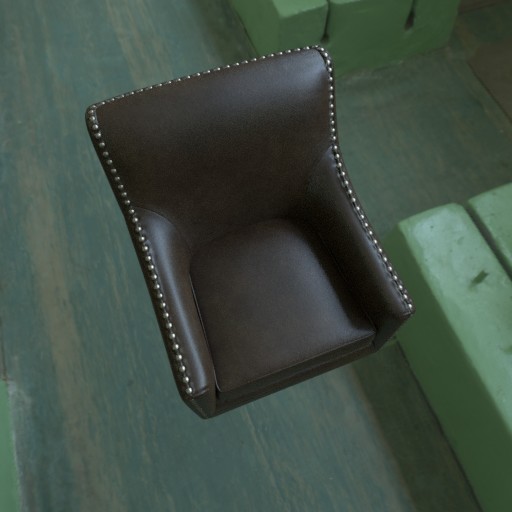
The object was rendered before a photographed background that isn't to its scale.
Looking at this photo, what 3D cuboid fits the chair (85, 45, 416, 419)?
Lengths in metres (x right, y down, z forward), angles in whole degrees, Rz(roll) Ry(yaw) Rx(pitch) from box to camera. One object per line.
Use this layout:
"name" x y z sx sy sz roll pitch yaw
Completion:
"chair" 0.000 0.000 1.309 0.639 0.813 0.704 -19 66 -9
